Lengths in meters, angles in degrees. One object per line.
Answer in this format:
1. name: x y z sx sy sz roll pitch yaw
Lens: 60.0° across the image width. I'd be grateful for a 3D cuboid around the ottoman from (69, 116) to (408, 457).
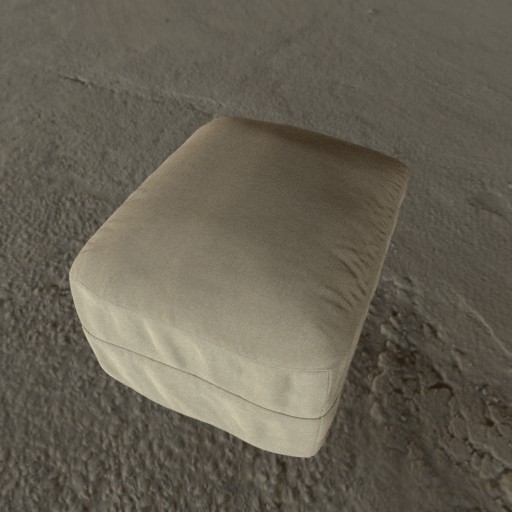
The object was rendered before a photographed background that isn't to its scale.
1. ottoman: 0.000 0.000 1.081 0.584 0.480 0.712 17 49 16
